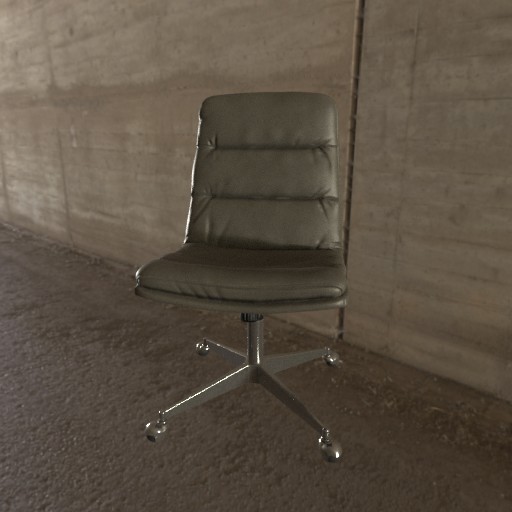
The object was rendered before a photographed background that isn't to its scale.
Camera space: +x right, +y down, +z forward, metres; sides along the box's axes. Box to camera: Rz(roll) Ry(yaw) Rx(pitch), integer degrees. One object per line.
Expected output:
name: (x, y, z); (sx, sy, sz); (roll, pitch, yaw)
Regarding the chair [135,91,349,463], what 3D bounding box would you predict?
chair: (0.000, 0.000, 1.021); (0.422, 0.738, 0.485); (2, 16, 8)
